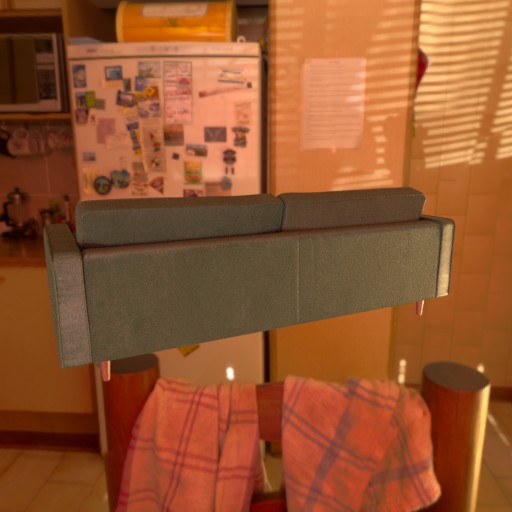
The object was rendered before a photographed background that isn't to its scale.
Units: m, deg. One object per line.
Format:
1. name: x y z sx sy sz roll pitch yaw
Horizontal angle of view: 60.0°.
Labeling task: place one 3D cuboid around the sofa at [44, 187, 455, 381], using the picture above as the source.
1. sofa: 0.000 0.000 2.576 2.199 0.769 0.918 -6 14 -26
